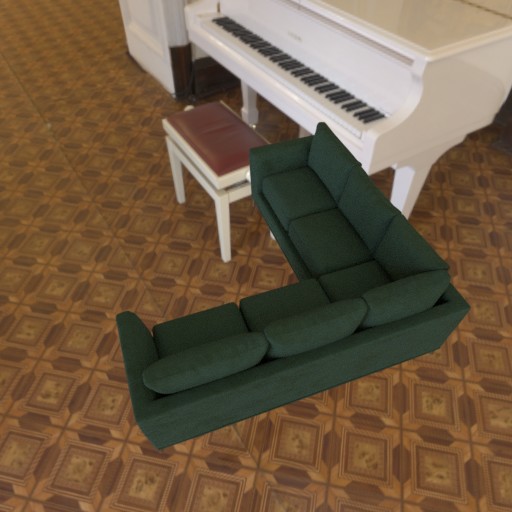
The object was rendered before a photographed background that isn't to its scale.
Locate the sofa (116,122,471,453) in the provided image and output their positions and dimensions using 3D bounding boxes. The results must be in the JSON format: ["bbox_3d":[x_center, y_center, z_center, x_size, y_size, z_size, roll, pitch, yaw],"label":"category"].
[{"bbox_3d":[0.000,0.000,3.892,2.452,1.004,2.468,-15,49,-14],"label":"sofa"}]
